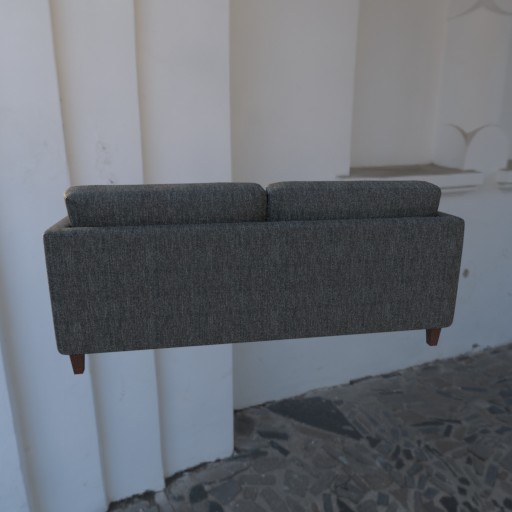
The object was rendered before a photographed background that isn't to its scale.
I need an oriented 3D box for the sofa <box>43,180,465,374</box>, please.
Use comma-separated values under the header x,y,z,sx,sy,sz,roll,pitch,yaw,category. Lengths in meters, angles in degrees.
x,y,z,sx,sy,sz,roll,pitch,yaw,category
0.000,0.000,2.752,2.208,0.960,0.948,-2,15,-9,sofa
